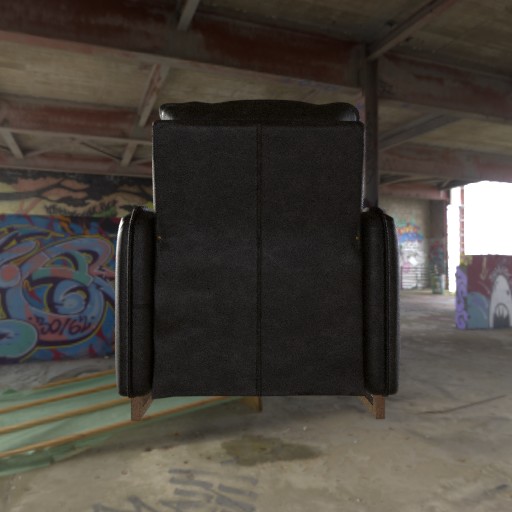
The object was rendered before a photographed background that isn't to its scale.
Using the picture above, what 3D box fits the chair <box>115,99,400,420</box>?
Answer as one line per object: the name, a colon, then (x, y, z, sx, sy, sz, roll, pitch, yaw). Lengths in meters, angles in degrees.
chair: (0.000, 0.000, 1.628, 0.830, 0.921, 0.921, 0, -1, -1)
